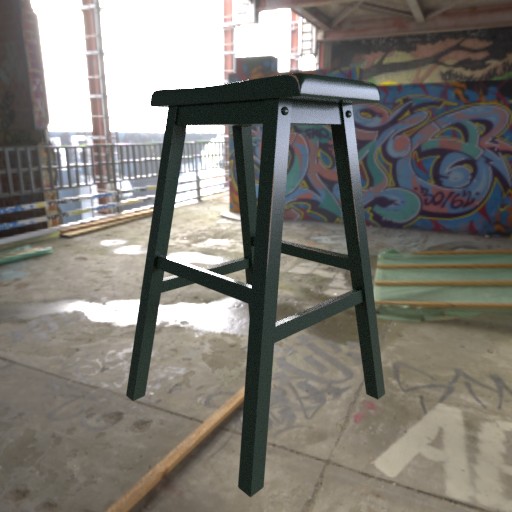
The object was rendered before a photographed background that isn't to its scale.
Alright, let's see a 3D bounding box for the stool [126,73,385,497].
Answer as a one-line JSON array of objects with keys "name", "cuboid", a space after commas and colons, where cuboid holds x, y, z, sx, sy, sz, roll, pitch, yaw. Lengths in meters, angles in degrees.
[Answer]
[{"name": "stool", "cuboid": [0.000, 0.000, 1.030, 0.476, 0.737, 0.457, -15, 21, -42]}]
